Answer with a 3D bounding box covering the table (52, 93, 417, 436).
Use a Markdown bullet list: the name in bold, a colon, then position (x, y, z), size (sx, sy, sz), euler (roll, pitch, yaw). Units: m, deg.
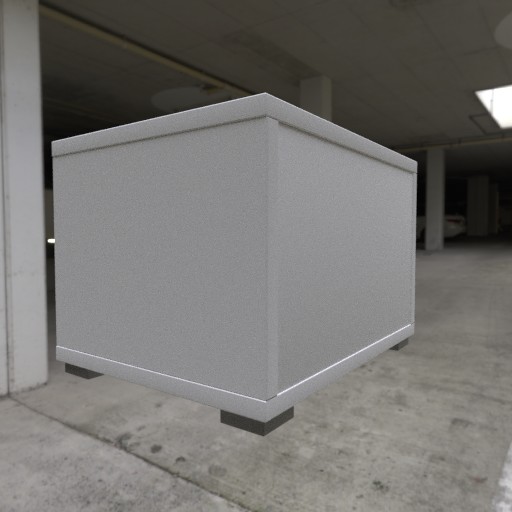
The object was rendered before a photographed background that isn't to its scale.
- **table**: position (0.000, 0.000, 0.777), size (0.399, 0.357, 0.517), euler (2, 3, 36)
